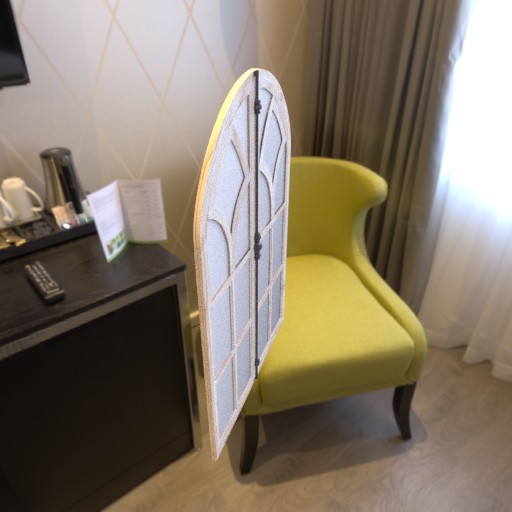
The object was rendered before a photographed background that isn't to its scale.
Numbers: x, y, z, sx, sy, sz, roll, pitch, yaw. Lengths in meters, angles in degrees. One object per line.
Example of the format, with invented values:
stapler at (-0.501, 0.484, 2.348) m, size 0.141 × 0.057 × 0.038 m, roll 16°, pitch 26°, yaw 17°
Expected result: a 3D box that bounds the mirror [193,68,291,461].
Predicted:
mirror at (0.000, 0.000, 1.169) m, size 0.032 × 0.915 × 0.609 m, roll 11°, pitch 33°, yaw 17°
